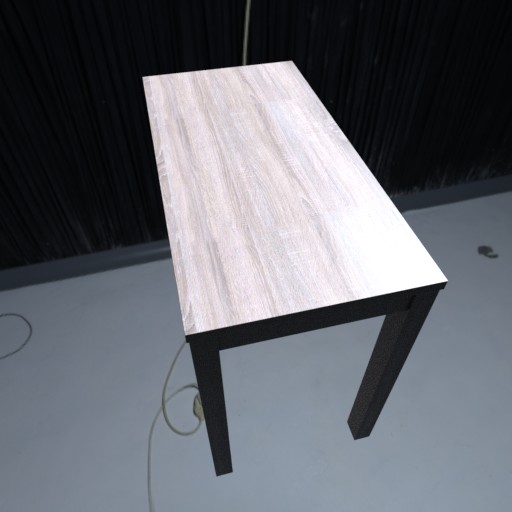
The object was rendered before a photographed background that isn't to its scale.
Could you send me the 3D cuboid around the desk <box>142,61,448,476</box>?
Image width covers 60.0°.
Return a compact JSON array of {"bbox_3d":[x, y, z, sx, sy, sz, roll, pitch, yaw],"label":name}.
[{"bbox_3d":[0.000,0.000,1.396,0.495,0.762,0.991,-10,48,-10],"label":"desk"}]
